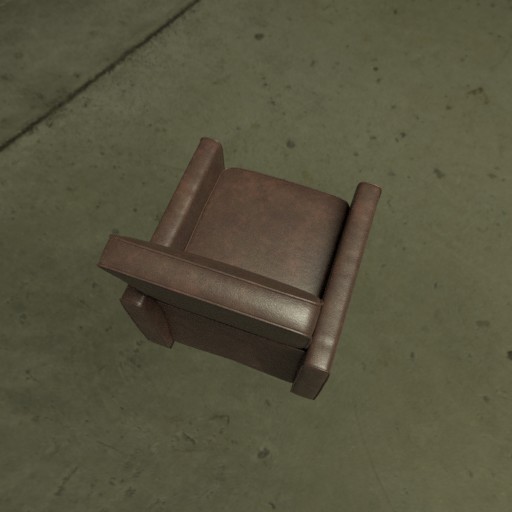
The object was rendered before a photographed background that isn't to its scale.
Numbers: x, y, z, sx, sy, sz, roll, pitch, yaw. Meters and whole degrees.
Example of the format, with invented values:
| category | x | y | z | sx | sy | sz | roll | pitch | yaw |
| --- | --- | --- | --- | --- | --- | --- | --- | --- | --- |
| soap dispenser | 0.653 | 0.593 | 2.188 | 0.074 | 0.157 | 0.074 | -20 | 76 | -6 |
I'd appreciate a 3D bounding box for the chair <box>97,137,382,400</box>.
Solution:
| category | x | y | z | sx | sy | sz | roll | pitch | yaw |
| --- | --- | --- | --- | --- | --- | --- | --- | --- | --- |
| chair | 0.000 | 0.000 | 1.539 | 0.705 | 1.013 | 0.746 | 18 | 64 | 9 |
